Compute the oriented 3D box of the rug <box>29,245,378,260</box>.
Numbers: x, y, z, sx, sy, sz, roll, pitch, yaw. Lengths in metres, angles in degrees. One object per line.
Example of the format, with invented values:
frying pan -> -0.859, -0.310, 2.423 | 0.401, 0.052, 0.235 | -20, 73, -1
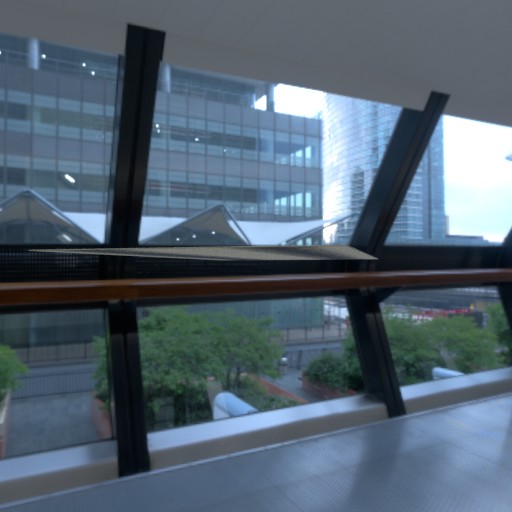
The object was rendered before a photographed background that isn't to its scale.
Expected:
rug -> 0.000, 0.000, 3.066 | 1.519, 0.003, 2.453 | -1, -2, 18
